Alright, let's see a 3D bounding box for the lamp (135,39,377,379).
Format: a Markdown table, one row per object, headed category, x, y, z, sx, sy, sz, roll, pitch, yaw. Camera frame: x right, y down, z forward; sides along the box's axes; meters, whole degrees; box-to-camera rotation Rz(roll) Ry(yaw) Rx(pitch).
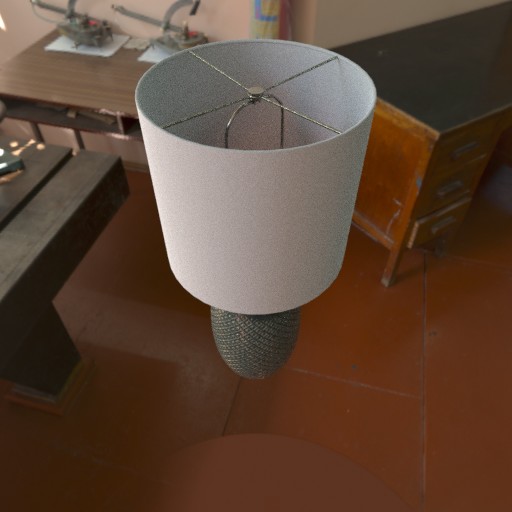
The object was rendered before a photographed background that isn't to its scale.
| category | x | y | z | sx | sy | sz | roll | pitch | yaw |
| --- | --- | --- | --- | --- | --- | --- | --- | --- | --- |
| lamp | 0.000 | 0.000 | 0.567 | 0.217 | 0.453 | 0.217 | -32 | 54 | -27 |
